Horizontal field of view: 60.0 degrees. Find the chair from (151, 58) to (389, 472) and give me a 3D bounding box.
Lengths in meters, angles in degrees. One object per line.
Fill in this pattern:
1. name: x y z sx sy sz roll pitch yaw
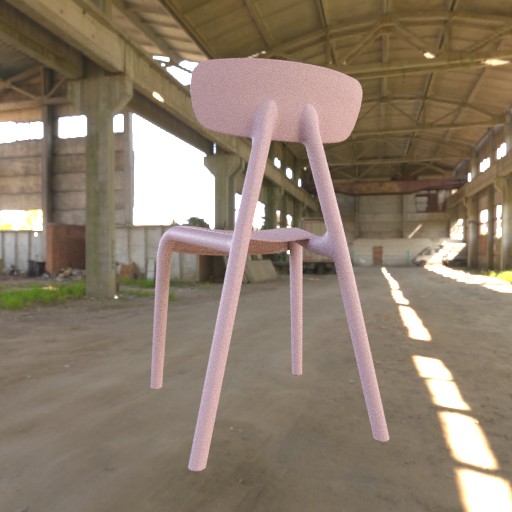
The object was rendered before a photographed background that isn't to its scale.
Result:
1. chair: 0.000 0.000 0.831 0.356 0.580 0.401 0 1 -18
